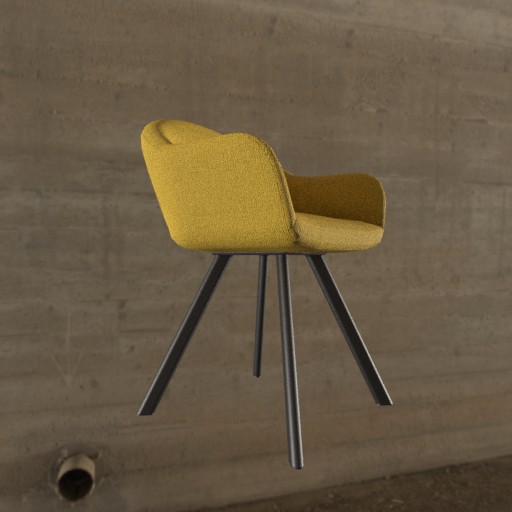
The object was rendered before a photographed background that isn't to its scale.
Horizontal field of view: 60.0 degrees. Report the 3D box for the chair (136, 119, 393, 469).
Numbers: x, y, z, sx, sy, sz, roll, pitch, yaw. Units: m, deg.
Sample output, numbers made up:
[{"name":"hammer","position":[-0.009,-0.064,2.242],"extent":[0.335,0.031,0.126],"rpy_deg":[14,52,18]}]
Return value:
[{"name":"chair","position":[0.000,0.000,1.156],"extent":[0.565,0.775,0.545],"rpy_deg":[0,0,38]}]
